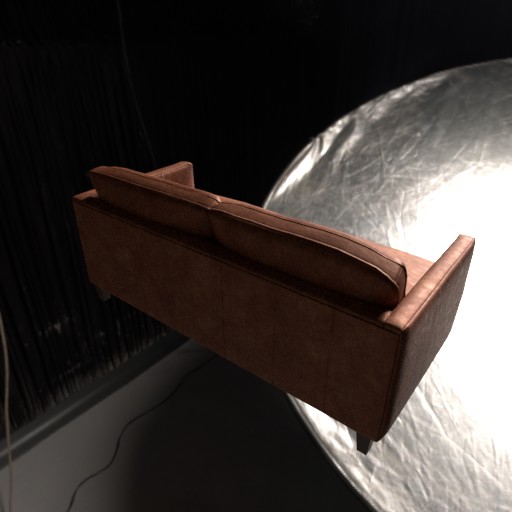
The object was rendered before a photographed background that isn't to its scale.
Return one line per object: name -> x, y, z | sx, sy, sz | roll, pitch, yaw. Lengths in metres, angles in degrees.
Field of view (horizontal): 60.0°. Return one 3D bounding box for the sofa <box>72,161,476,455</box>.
sofa -> 0.000, 0.000, 2.407 | 1.971, 0.863, 0.923 | 21, 35, 33
